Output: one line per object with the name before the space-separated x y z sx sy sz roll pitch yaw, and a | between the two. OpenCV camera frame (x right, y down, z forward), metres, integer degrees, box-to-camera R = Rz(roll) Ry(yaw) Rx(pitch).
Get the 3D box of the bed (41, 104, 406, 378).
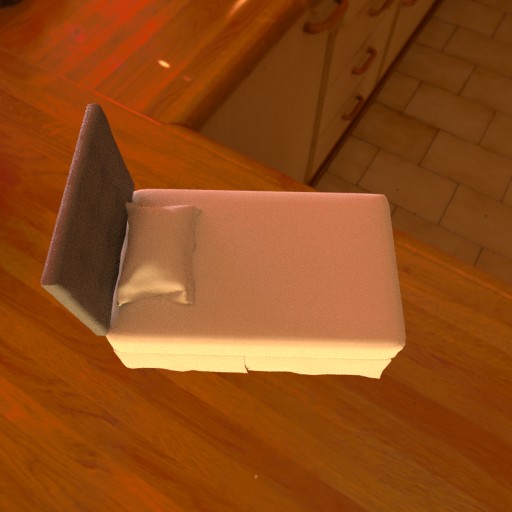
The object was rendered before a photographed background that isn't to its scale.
bed | 0.000 0.000 2.972 1.997 1.571 1.261 1 64 1
